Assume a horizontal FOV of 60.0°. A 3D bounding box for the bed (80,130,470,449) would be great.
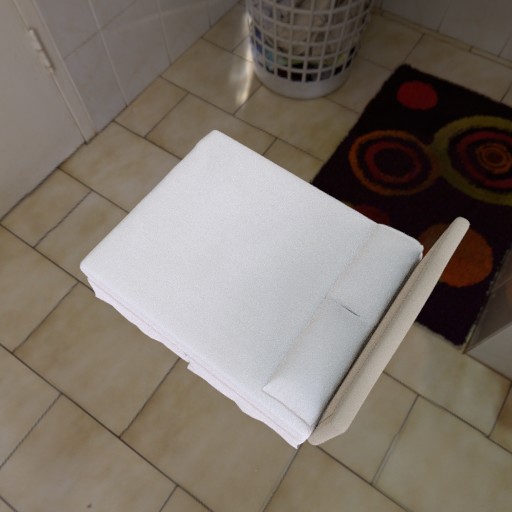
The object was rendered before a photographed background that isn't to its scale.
[{"bbox_3d":[0.000,0.000,3.668,2.477,1.437,1.977,33,69,15],"label":"bed"}]
